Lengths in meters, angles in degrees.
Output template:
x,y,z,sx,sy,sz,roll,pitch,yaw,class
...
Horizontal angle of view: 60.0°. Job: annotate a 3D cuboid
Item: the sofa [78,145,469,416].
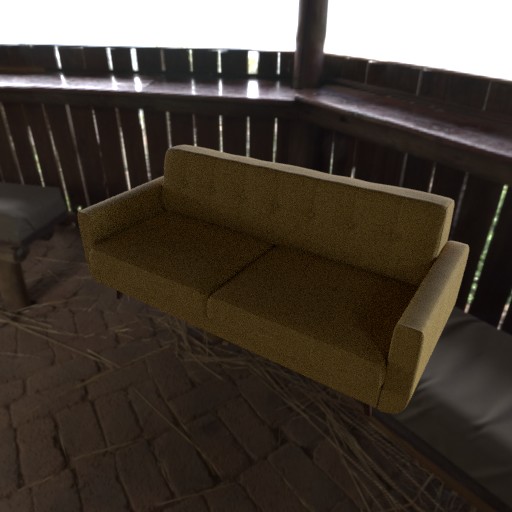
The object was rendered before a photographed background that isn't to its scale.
x,y,z,sx,sy,sz,roll,pitch,yaw,class
0.000,0.000,2.494,2.029,0.841,0.909,18,34,29,sofa
